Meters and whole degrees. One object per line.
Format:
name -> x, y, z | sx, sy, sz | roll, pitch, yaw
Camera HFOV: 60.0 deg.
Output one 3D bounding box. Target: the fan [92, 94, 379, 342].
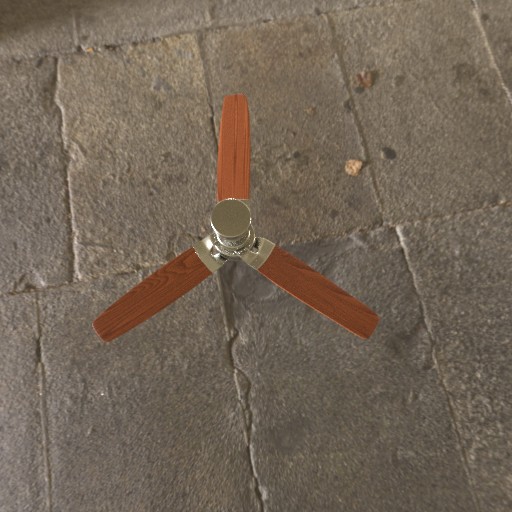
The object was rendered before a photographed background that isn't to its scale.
fan -> 0.000, 0.000, 2.039 | 1.271, 0.410, 1.416 | 33, 78, 8
